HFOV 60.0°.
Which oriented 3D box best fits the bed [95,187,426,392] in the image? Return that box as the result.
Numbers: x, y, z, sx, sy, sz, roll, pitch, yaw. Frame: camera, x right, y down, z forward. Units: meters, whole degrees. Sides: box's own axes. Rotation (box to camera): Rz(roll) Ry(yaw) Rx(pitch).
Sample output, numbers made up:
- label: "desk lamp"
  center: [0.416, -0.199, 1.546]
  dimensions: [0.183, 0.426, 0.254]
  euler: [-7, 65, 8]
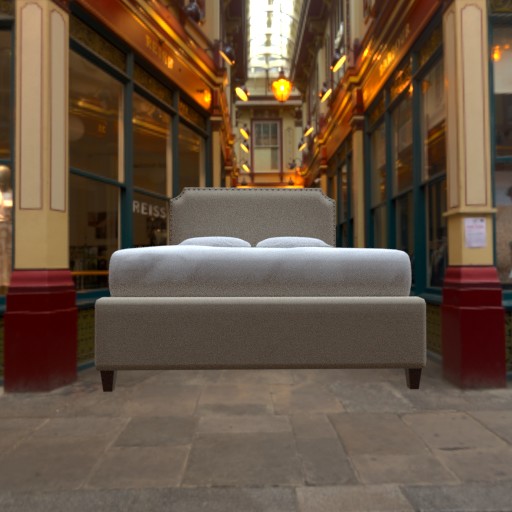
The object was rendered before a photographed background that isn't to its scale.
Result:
- label: "bed"
  center: [0.000, 0.000, 3.420]
  dimensions: [1.703, 1.415, 2.329]
  euler: [0, -1, -2]
